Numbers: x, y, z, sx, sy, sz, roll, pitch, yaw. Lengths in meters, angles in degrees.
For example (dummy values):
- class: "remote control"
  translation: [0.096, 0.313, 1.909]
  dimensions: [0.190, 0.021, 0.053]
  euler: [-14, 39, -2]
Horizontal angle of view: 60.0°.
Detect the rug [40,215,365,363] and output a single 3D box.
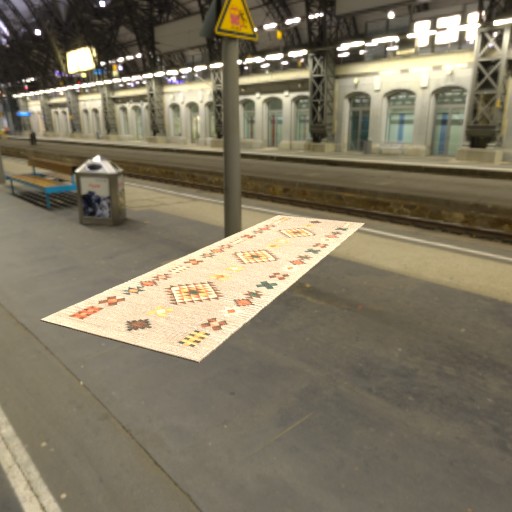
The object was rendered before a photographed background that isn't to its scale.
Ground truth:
- class: "rug"
  translation: [0.000, 0.000, 2.686]
  dimensions: [0.766, 0.008, 2.432]
  euler: [8, 18, 25]
